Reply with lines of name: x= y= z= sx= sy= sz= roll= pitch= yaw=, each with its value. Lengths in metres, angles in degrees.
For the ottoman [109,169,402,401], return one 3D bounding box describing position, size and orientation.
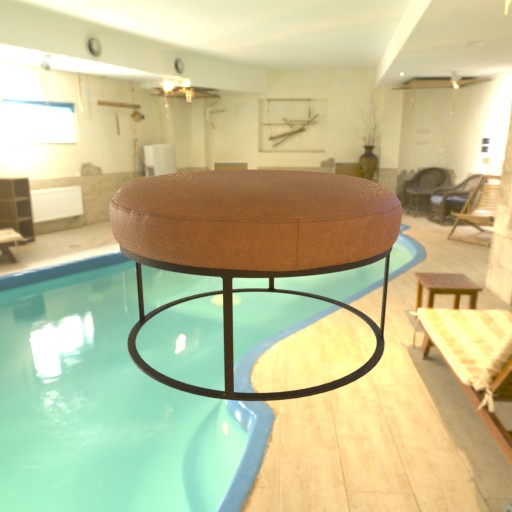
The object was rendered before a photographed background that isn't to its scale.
ottoman: x=0.000 y=0.000 z=1.259 sx=0.771 sy=0.460 sz=0.771 roll=0 pitch=15 yaw=0
